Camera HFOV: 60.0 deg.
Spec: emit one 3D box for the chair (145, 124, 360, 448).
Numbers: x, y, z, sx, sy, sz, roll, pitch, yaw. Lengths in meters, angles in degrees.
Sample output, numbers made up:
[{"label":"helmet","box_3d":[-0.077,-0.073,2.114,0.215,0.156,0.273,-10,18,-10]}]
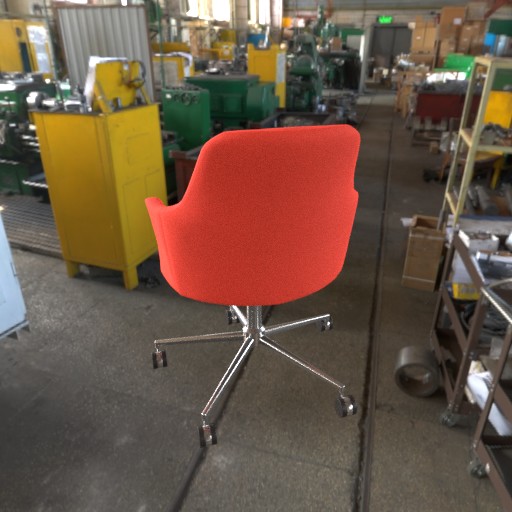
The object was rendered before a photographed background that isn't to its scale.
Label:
[{"label":"chair","box_3d":[0.000,0.000,1.295,0.655,0.820,0.600,-8,27,-15]}]
